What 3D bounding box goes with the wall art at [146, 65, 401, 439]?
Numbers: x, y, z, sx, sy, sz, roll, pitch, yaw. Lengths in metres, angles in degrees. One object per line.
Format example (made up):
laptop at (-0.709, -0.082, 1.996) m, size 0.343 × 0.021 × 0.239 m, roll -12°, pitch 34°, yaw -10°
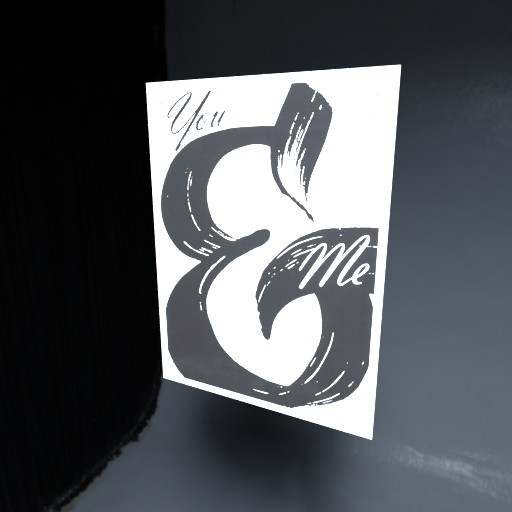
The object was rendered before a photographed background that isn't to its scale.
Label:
wall art at (0.000, 0.000, 0.801) m, size 0.457 × 0.609 × 0.003 m, roll 7°, pitch 16°, yaw 26°
